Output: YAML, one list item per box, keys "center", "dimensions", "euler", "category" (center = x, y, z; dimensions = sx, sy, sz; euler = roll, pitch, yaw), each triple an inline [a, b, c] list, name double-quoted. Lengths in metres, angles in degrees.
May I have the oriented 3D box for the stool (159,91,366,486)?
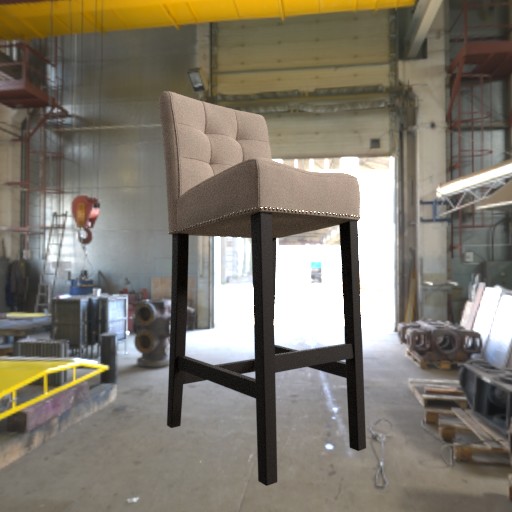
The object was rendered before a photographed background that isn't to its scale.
- center: [0.000, 0.000, 1.325]
  dimensions: [0.411, 1.047, 0.548]
  euler: [1, -2, -37]
  category: "stool"
